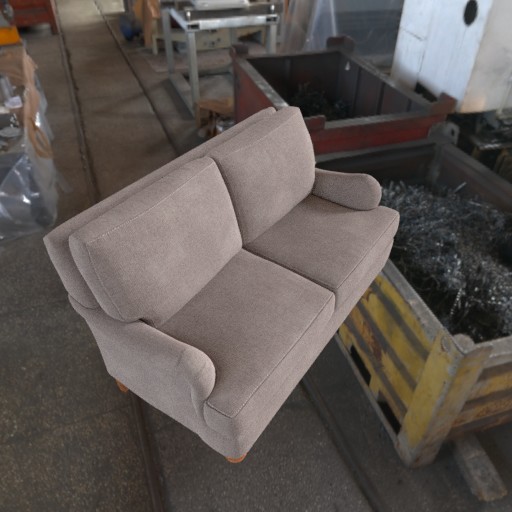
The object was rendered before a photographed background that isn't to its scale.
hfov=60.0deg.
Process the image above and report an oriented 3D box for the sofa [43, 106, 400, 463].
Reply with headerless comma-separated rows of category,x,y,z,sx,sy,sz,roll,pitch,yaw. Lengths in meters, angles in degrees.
sofa,0.000,0.000,2.545,1.084,1.101,1.853,25,46,26
